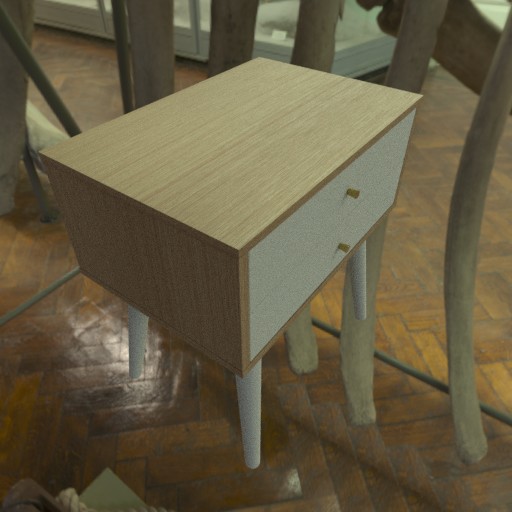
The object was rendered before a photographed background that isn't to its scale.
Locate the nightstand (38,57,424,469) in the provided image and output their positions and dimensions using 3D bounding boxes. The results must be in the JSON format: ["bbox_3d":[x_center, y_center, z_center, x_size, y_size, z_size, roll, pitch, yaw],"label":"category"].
[{"bbox_3d":[0.000,0.000,0.959,0.407,0.610,0.571,26,47,27],"label":"nightstand"}]
